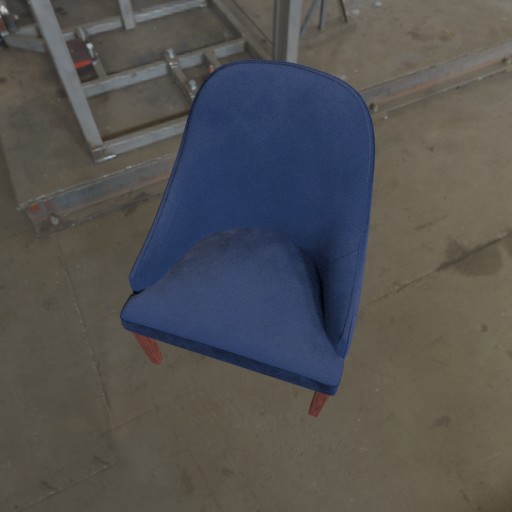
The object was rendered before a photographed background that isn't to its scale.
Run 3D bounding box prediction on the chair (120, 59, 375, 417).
[{"bbox_3d":[0.000,0.000,1.285,0.643,0.889,0.575,15,58,10],"label":"chair"}]
